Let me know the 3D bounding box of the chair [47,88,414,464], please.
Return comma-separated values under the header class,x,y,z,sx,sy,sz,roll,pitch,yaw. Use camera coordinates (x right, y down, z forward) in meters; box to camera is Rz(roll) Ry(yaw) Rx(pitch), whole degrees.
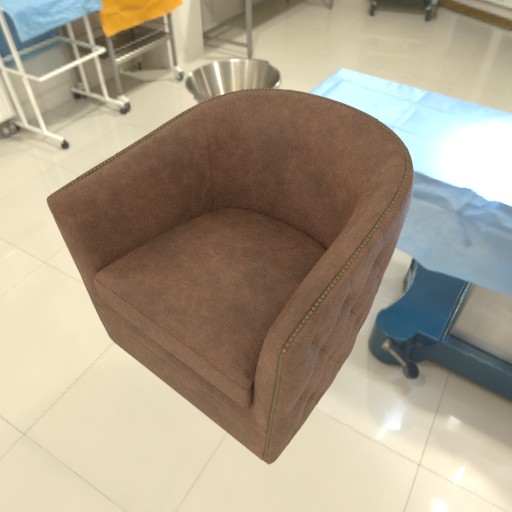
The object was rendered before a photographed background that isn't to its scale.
class,x,y,z,sx,sy,sz,roll,pitch,yaw
chair,0.000,0.000,1.503,0.850,0.790,0.870,29,52,26
